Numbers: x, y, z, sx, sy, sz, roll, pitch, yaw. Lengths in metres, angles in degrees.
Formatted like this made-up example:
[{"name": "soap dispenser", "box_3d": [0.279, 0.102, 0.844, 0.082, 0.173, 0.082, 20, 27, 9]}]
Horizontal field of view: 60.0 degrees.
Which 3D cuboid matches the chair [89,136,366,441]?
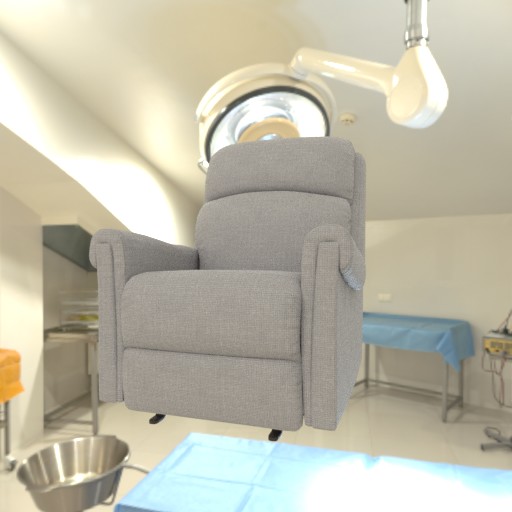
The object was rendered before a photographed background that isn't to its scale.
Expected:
[{"name": "chair", "box_3d": [0.000, 0.000, 1.722, 0.838, 1.054, 1.014, 0, 1, 19]}]
